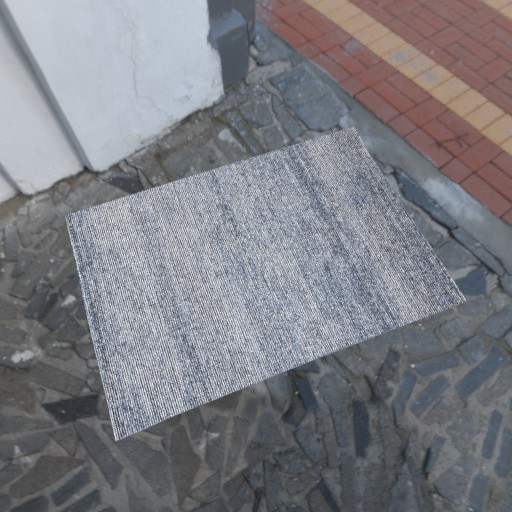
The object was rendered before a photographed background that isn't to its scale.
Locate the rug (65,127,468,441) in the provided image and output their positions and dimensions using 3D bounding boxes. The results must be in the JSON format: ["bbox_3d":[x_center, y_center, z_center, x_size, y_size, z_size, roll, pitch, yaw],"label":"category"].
[{"bbox_3d":[0.000,0.000,3.051,2.349,0.030,1.624,-19,65,-9],"label":"rug"}]
